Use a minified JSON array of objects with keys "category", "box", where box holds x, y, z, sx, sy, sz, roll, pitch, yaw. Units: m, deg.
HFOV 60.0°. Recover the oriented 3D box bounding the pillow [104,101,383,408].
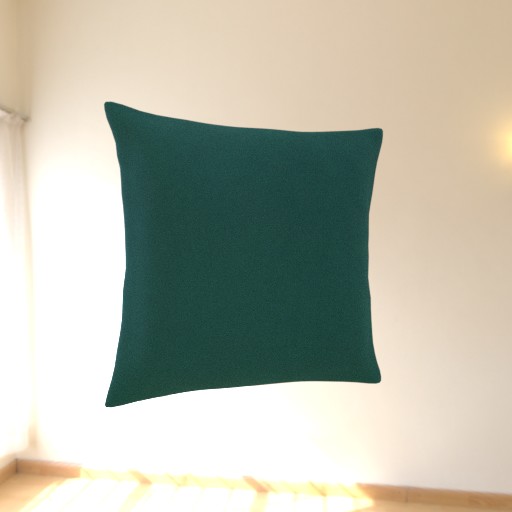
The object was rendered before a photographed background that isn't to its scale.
[{"category":"pillow","box":[0.000,0.000,0.809,0.525,0.508,0.166,0,0,-17]}]
